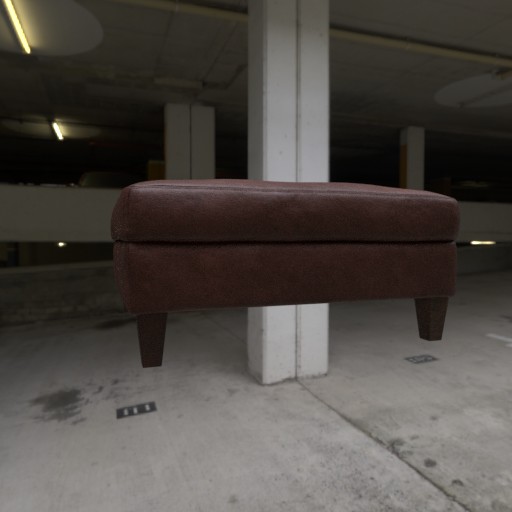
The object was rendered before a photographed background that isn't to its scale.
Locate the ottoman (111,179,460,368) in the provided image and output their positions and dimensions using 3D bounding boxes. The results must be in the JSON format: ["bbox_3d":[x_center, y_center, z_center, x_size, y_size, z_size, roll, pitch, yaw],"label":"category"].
[{"bbox_3d":[0.000,0.000,1.363,0.836,0.415,0.844,-1,2,-19],"label":"ottoman"}]
